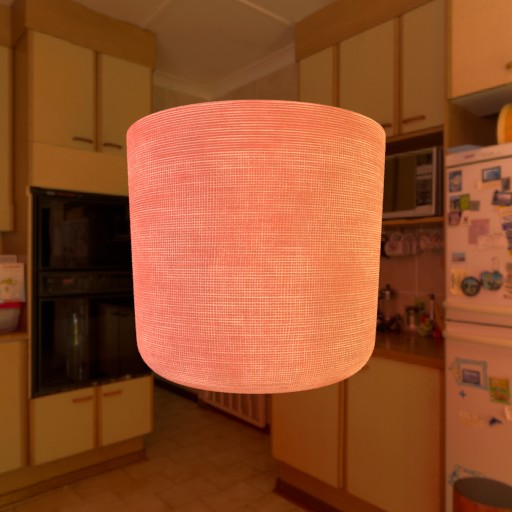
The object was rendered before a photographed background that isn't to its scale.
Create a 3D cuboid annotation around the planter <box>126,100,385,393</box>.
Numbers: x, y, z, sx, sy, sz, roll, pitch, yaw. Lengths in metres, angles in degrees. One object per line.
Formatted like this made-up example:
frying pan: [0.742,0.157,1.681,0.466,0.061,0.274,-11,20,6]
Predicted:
planter: [0.000,0.000,0.784,0.440,0.398,0.440,0,0,0]
